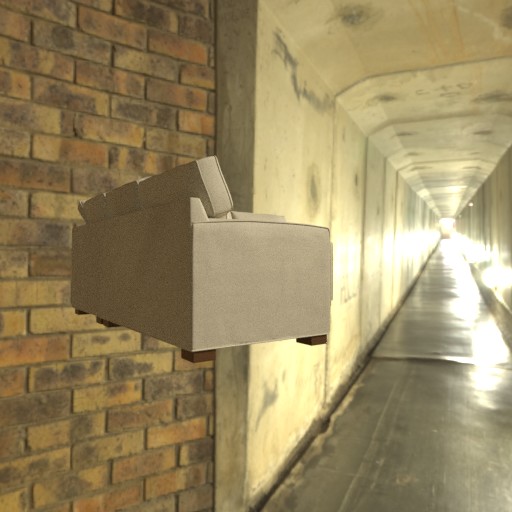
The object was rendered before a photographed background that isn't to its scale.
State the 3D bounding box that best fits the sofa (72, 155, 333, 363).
[{"bbox_3d":[0.000,0.000,3.380,2.189,0.939,2.182,0,-1,-35],"label":"sofa"}]
